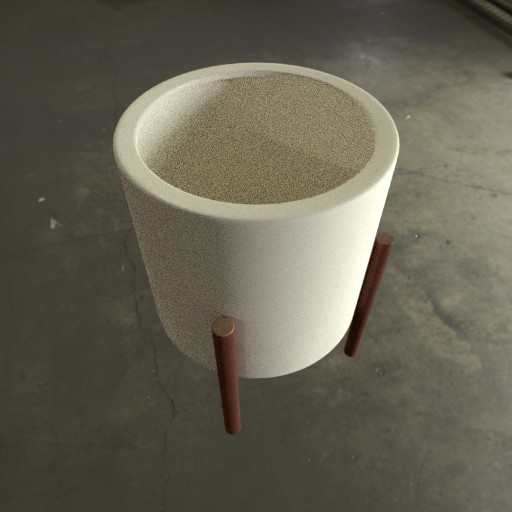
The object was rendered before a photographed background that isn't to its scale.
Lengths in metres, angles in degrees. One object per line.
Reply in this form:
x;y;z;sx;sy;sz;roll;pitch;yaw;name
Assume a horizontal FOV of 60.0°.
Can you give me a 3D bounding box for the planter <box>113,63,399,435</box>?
0.000;0.000;0.874;0.420;0.581;0.421;-23;52;-20;planter
